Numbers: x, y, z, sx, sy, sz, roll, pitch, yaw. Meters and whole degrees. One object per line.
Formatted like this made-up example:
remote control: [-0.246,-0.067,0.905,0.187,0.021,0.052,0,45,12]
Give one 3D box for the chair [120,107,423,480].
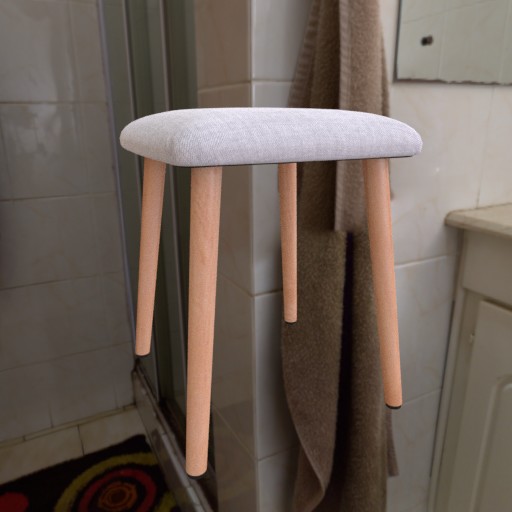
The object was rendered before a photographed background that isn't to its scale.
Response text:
chair: [0.000,0.000,0.693,0.350,0.440,0.350,-8,19,-24]
